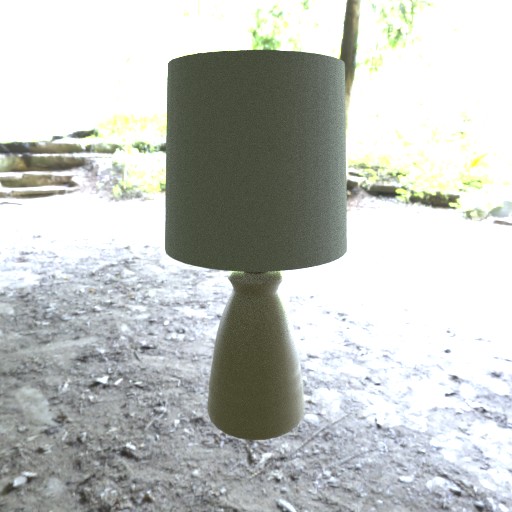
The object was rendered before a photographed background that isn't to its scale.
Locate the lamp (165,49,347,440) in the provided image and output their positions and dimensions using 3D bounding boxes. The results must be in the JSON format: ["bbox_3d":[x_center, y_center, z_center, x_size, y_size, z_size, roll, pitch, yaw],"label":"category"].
[{"bbox_3d":[0.000,0.000,0.464,0.186,0.369,0.186,0,15,0],"label":"lamp"}]
